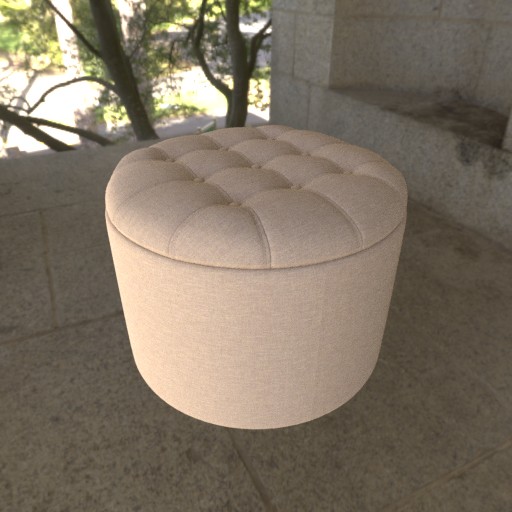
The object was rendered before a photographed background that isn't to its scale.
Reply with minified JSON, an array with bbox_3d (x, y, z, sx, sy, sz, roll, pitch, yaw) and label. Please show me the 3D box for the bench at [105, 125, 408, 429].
[{"bbox_3d":[0.000,0.000,0.992,0.600,0.454,0.600,0,32,0],"label":"bench"}]
